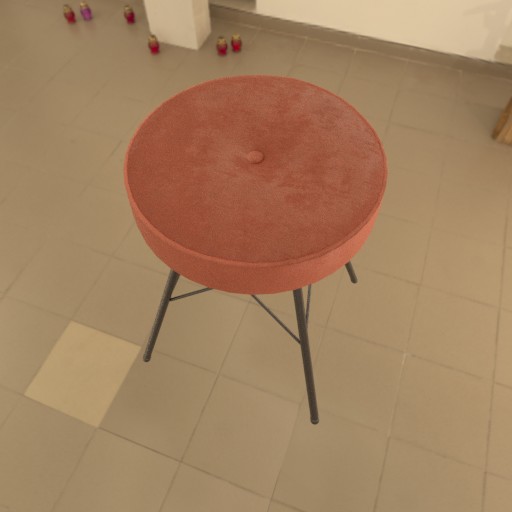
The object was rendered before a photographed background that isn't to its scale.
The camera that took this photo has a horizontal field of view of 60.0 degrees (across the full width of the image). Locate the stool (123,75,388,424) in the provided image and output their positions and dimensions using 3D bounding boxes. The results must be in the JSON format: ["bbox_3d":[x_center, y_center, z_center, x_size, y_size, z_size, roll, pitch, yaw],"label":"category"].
[{"bbox_3d":[0.000,0.000,0.922,0.457,0.593,0.421,17,59,11],"label":"stool"}]
